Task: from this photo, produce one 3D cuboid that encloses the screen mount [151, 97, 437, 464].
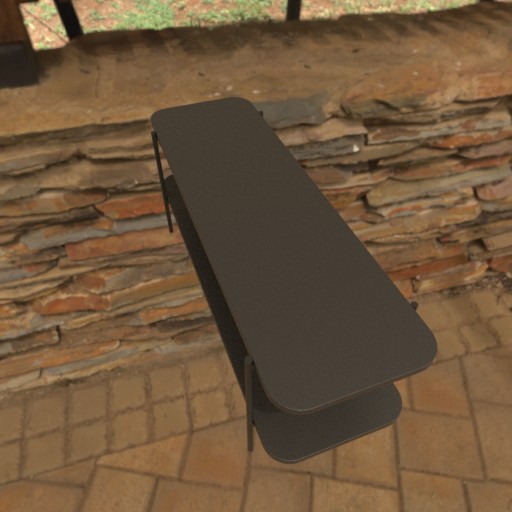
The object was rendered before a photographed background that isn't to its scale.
[{"bbox_3d":[0.000,0.000,1.377,0.400,0.447,1.200,-15,47,-14],"label":"screen mount"}]
